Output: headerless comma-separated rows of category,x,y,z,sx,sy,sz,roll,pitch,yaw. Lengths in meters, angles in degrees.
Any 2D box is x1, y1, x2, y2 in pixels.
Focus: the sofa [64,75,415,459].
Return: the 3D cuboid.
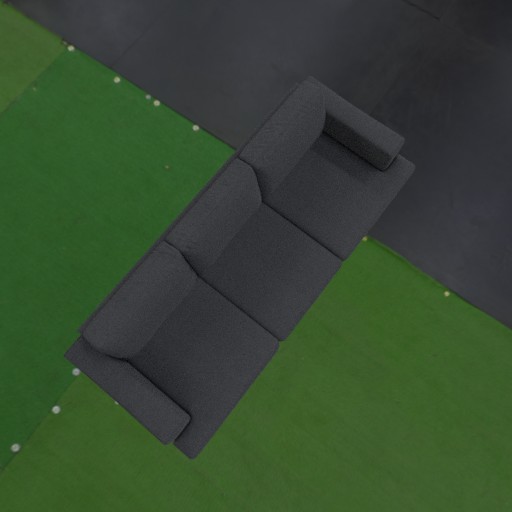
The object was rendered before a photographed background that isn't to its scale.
sofa,0.000,0.000,2.767,0.920,0.810,2.310,37,78,9
